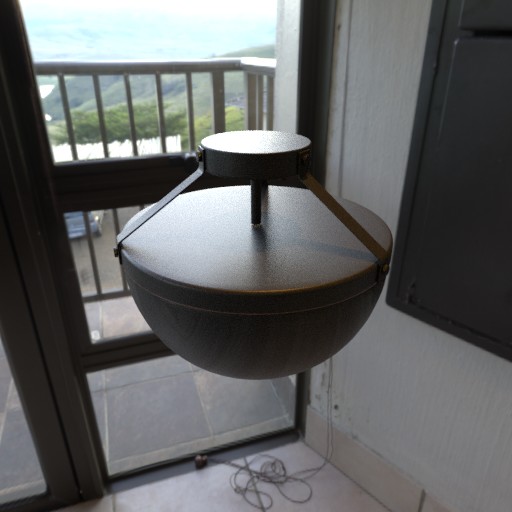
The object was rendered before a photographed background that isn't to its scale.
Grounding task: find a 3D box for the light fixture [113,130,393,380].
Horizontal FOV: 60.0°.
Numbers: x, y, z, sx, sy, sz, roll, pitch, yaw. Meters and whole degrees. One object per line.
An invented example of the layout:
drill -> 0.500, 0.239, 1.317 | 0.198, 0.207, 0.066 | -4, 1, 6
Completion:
light fixture -> 0.000, 0.000, 0.524 | 0.304, 0.269, 0.304 | 0, 26, 0
